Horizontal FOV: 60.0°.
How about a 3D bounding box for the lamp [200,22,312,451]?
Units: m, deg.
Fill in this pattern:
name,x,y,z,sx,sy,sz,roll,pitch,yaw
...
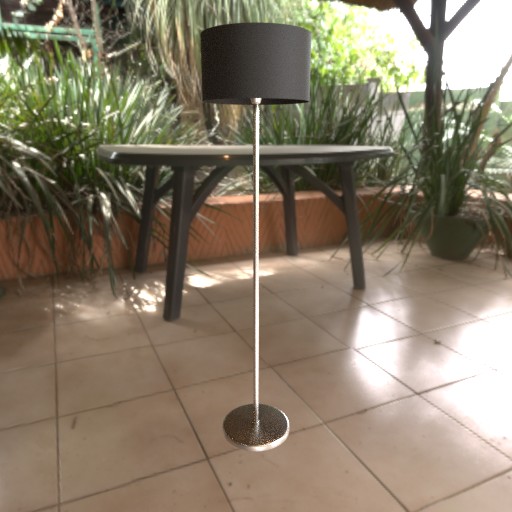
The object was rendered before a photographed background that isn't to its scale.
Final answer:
name,x,y,z,sx,sy,sz,roll,pitch,yaw
lamp,0.000,0.000,1.591,0.348,1.443,0.348,-7,17,-24
